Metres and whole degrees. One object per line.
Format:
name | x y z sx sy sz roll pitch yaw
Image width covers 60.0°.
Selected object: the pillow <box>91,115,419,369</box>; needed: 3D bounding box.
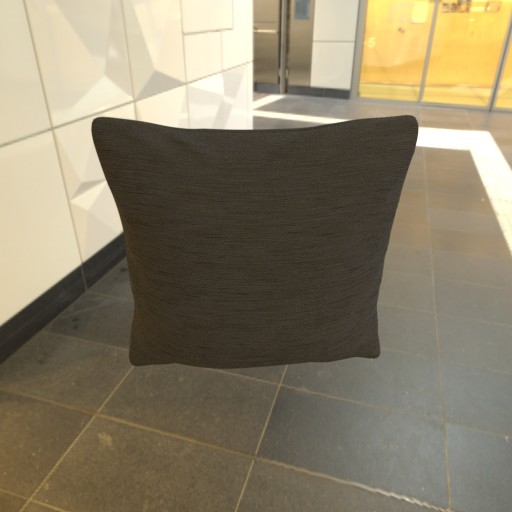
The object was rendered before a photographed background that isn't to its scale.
pillow | 0.000 0.000 0.673 0.432 0.414 0.246 -1 29 -2
